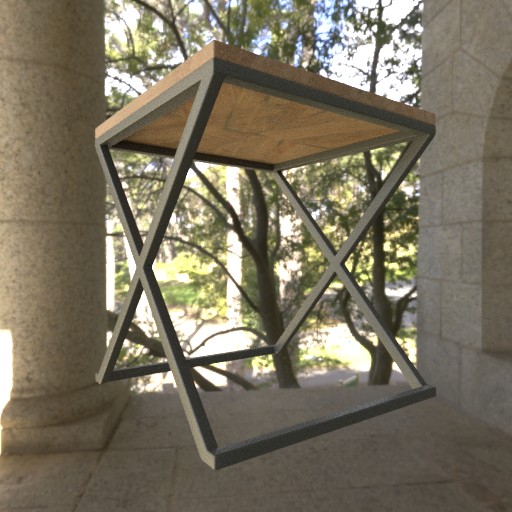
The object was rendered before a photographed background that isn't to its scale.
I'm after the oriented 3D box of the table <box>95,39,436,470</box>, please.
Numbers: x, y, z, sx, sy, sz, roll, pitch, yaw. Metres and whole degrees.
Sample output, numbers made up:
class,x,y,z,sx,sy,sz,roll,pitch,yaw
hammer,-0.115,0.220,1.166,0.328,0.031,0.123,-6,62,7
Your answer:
class,x,y,z,sx,sy,sz,roll,pitch,yaw
table,0.000,0.000,0.905,0.499,0.550,0.498,0,0,-37
